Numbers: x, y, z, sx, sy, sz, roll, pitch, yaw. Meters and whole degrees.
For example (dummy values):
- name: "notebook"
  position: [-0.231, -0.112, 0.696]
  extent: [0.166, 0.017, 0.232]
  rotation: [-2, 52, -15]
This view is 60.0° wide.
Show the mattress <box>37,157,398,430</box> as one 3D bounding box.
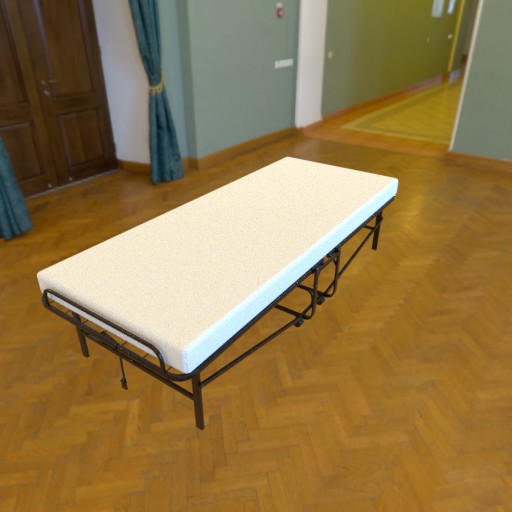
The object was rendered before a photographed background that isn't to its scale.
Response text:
- name: "mattress"
  position: [0.000, 0.000, 2.564]
  extent: [0.922, 0.519, 2.153]
  rotation: [19, 35, 30]
